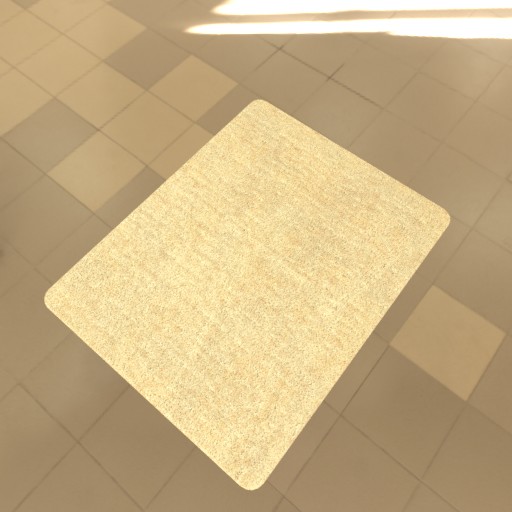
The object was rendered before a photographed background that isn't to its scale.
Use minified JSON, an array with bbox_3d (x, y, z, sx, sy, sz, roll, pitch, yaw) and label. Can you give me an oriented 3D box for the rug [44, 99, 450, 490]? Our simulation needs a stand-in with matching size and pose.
[{"bbox_3d":[0.000,0.000,3.365,2.009,0.048,2.528,36,70,16],"label":"rug"}]
